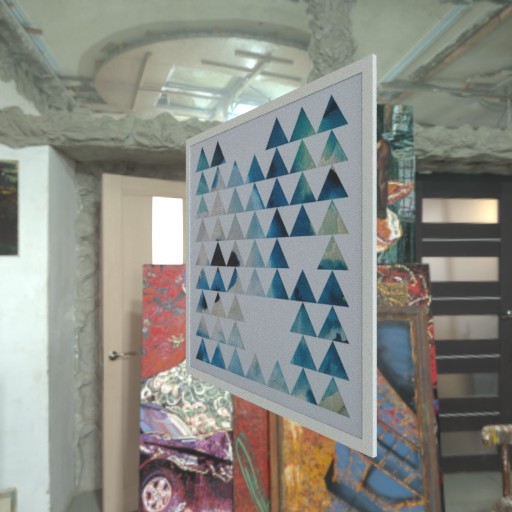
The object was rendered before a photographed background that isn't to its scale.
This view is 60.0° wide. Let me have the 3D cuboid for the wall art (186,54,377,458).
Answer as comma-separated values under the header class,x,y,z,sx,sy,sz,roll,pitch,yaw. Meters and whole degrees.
class,x,y,z,sx,sy,sz,roll,pitch,yaw
wall art,0.000,0.000,0.686,0.007,0.456,0.456,0,0,-36
